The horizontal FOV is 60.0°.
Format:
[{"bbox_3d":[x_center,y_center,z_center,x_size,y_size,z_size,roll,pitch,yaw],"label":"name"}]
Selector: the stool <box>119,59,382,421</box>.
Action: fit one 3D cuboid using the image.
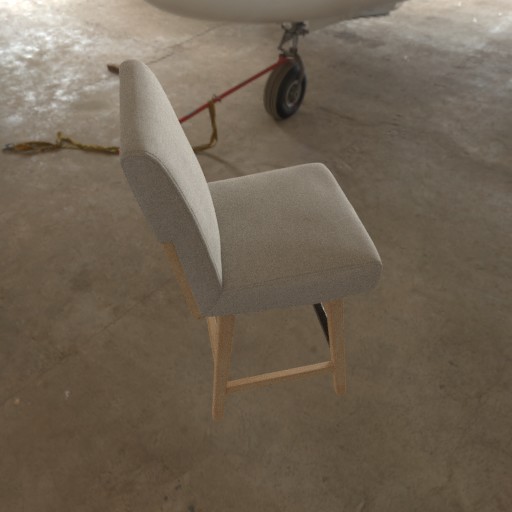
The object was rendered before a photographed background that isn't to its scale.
[{"bbox_3d":[0.000,0.000,1.367,0.606,1.085,0.507,-9,46,-9],"label":"stool"}]
